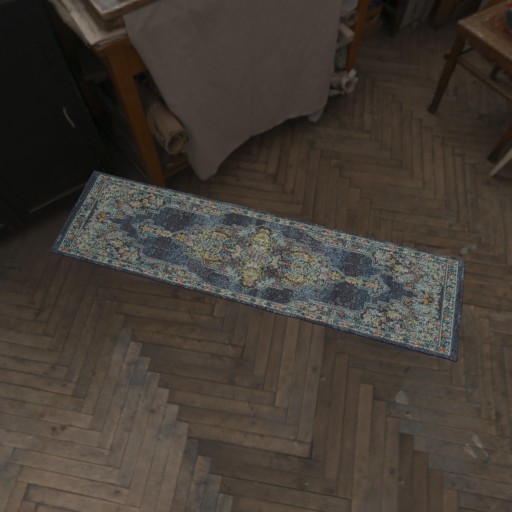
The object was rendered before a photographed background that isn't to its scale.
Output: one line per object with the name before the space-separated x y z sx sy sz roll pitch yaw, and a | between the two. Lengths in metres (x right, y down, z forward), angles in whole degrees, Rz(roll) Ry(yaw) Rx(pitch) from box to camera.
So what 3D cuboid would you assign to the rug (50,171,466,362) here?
rug | 0.000 0.000 2.505 2.283 0.016 0.602 14 64 7
